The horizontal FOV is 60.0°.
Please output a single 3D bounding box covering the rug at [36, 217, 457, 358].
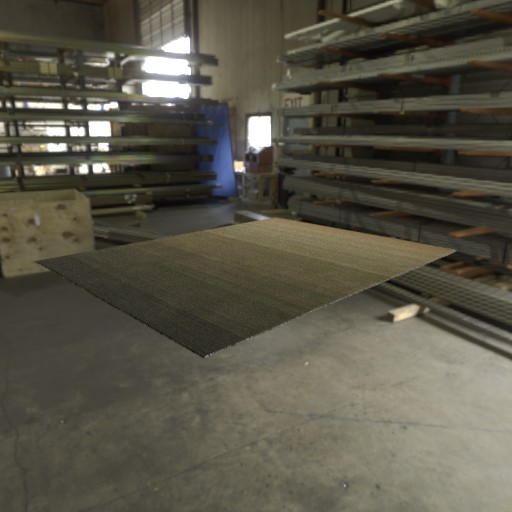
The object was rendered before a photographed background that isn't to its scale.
[{"bbox_3d":[0.000,0.000,3.910,2.932,0.015,2.315,-14,21,-42],"label":"rug"}]
